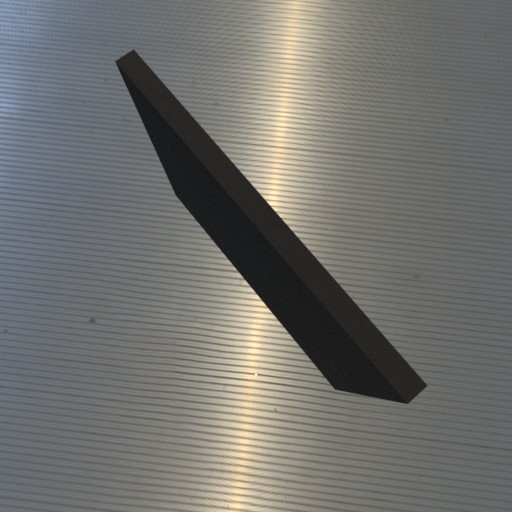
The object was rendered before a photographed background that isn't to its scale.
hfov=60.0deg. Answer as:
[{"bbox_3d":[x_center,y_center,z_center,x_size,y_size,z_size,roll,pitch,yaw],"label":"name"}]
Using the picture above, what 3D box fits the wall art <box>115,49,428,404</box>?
[{"bbox_3d":[0.000,0.000,0.757,0.031,0.457,0.558,-38,78,-9],"label":"wall art"}]
